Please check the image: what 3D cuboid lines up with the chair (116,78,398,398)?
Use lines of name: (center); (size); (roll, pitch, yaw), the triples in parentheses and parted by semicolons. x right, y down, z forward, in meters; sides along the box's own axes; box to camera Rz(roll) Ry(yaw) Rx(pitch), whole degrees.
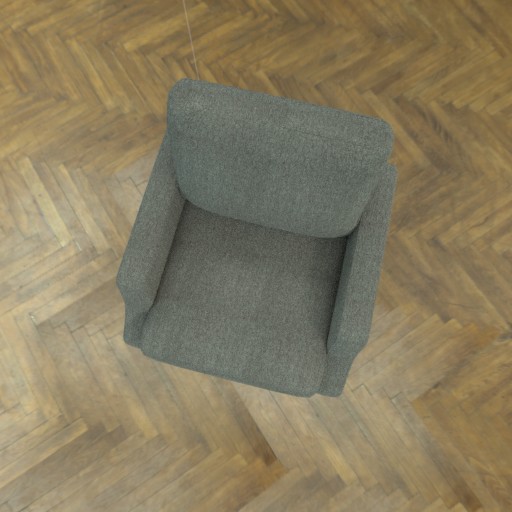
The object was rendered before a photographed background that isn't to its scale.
chair: (0.000, 0.000, 1.624); (0.855, 0.993, 0.897); (13, 75, 4)
